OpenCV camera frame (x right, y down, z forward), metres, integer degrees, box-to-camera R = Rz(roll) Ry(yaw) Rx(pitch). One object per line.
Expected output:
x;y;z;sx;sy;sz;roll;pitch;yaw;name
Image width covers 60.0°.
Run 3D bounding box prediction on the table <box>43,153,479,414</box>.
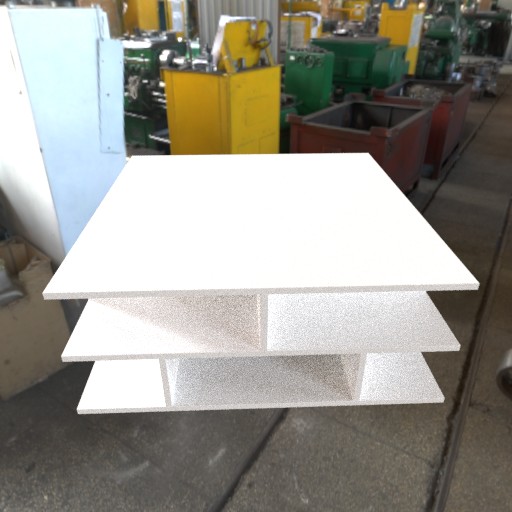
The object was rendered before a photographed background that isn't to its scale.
0.000;0.000;1.083;0.700;0.289;0.700;-1;30;-2;table
